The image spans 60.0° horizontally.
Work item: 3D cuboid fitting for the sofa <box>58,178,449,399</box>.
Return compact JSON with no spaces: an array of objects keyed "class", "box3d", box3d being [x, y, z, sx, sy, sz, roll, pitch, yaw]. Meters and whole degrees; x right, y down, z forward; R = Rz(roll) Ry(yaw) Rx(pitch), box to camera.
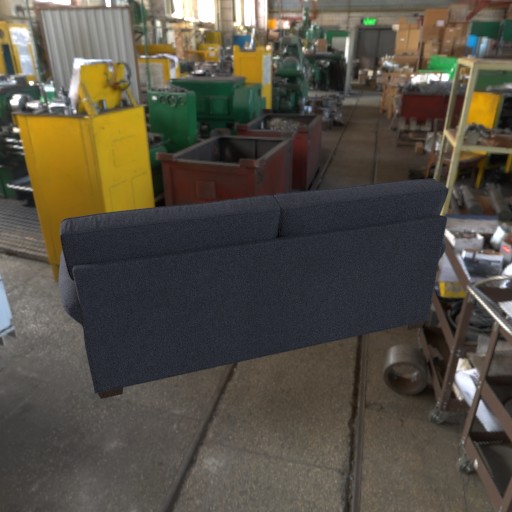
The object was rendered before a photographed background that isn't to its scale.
[{"class":"sofa","box3d":[0.000,0.000,2.935,2.391,1.026,0.954,-8,27,-17]}]
